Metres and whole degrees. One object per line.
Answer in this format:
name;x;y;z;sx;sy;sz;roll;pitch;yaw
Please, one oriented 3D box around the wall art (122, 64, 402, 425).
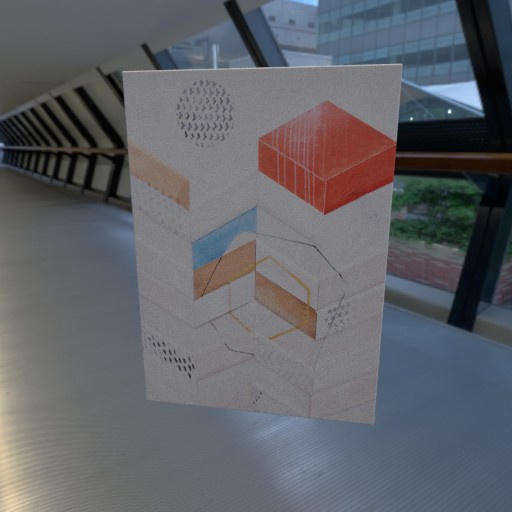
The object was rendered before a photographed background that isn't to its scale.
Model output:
wall art;0.000;0.000;1.080;0.613;0.848;0.036;3;15;10
